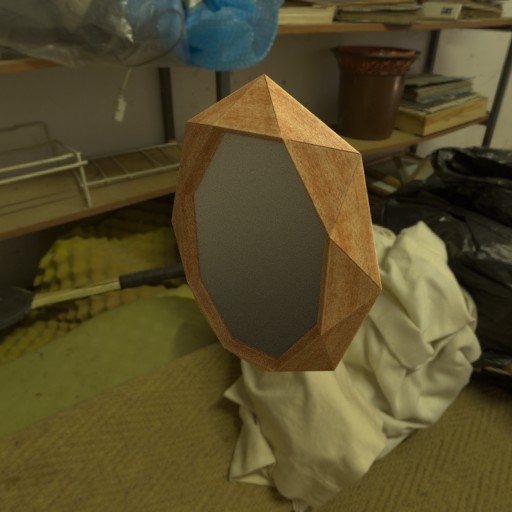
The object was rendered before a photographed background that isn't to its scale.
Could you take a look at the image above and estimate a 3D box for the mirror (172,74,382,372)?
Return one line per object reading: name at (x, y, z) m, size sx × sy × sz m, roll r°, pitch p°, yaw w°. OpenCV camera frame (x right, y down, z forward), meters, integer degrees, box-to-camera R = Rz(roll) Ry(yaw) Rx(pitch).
mirror at (0.000, 0.000, 1.017) m, size 0.577 × 0.774 × 0.070 m, roll 19°, pitch 36°, yaw 29°
